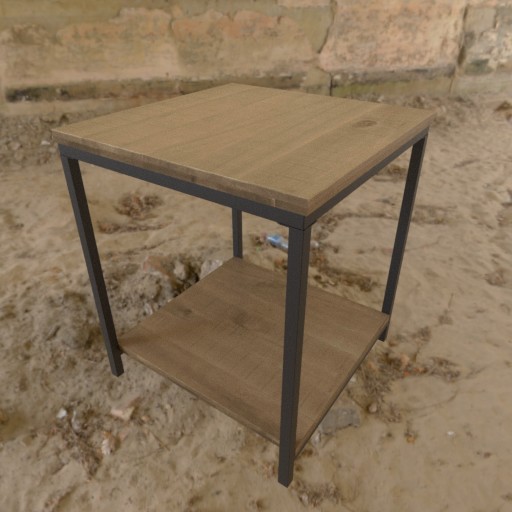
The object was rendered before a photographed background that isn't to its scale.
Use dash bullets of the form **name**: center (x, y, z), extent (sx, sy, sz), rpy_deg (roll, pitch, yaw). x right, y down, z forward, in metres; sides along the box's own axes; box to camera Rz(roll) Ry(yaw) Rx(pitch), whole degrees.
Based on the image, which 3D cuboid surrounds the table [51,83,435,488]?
- **table**: center (0.000, 0.000, 0.968), extent (0.503, 0.589, 0.507), rpy_deg (20, 37, 29)
